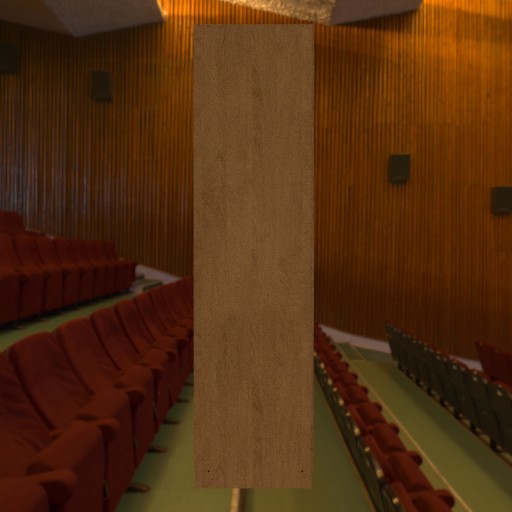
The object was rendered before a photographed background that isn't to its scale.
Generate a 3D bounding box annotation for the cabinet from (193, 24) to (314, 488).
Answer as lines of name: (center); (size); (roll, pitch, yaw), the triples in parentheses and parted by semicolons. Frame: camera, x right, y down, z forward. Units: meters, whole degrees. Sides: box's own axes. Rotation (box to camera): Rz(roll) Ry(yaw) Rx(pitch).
cabinet: (0.000, 0.000, 2.470); (0.510, 1.910, 1.290); (0, 0, 0)
